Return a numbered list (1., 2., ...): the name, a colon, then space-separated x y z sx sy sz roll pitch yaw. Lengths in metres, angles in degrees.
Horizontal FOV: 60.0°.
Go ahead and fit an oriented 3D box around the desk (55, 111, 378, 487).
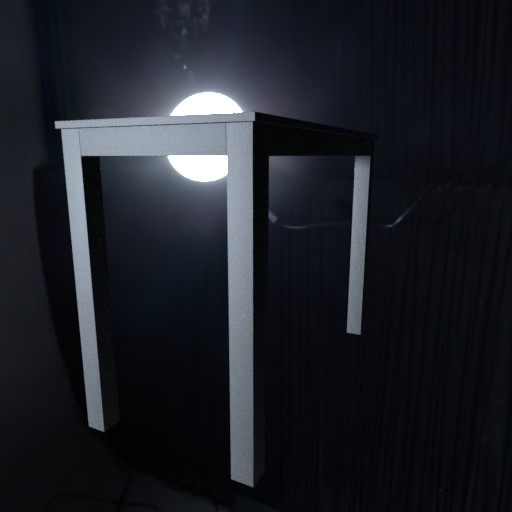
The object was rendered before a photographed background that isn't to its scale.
1. desk: 0.000 0.000 1.388 0.499 0.762 0.991 6 14 26
